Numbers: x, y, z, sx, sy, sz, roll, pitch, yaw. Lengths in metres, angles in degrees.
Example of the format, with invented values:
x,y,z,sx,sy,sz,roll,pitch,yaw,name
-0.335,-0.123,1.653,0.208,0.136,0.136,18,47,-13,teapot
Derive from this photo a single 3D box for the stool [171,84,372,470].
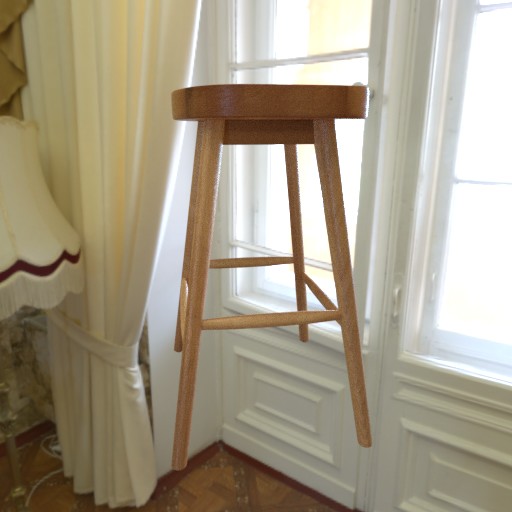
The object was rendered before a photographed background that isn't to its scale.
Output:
x,y,z,sx,sy,sz,roll,pitch,yaw,name
0.000,0.000,0.892,0.361,0.615,0.440,-3,17,-9,stool
